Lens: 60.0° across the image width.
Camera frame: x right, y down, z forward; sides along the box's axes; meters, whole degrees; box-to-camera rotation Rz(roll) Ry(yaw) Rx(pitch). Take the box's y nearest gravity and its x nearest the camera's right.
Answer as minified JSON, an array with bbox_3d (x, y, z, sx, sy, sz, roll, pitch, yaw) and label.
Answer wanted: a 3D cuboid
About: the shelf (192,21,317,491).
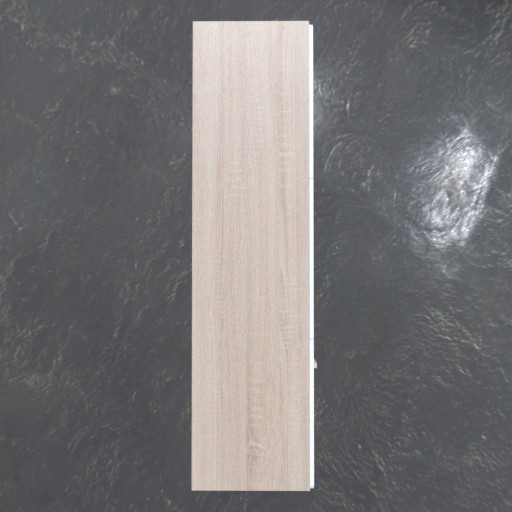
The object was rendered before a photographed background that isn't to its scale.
[{"bbox_3d":[0.000,0.000,1.795,0.400,0.780,1.490,0,89,0],"label":"shelf"}]
